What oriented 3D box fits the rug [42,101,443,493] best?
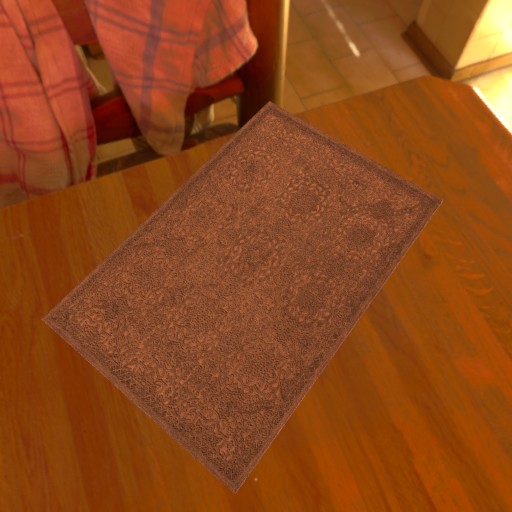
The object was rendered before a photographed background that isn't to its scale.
[{"bbox_3d":[0.000,0.000,2.301,1.208,0.012,1.819,35,68,16],"label":"rug"}]
